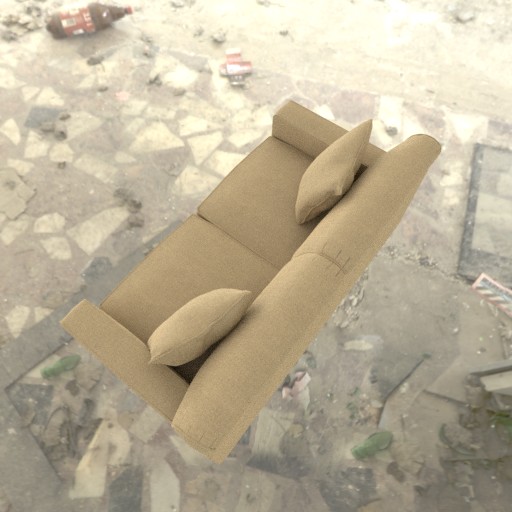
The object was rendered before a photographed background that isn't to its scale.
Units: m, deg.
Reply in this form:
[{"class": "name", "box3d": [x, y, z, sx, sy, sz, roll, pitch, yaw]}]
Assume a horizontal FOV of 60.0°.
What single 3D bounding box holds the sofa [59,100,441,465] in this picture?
[{"class": "sofa", "box3d": [0.000, 0.000, 2.406, 0.998, 0.958, 1.846, 35, 67, 17]}]
